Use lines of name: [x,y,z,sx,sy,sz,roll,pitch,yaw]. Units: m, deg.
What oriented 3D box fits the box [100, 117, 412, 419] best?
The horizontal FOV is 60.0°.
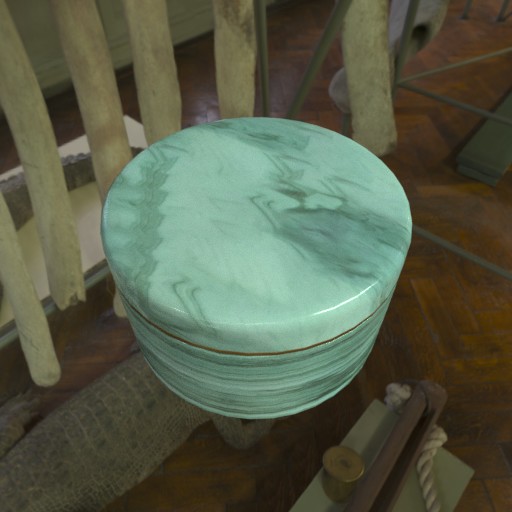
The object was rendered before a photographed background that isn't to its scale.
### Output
box: [0.000,0.000,0.167,0.101,0.063,0.101,0,48,0]
